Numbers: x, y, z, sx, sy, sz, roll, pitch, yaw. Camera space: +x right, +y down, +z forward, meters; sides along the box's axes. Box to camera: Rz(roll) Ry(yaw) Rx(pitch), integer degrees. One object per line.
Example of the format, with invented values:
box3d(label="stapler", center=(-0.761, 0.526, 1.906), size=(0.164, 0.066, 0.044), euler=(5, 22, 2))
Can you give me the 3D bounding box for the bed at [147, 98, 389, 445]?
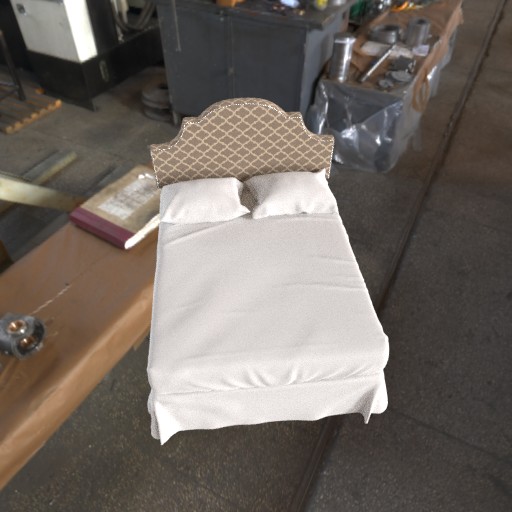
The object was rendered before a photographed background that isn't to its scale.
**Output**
box3d(label="bed", center=(0.000, 0.000, 3.416), size=(1.780, 1.633, 2.222), euler=(-4, 45, -4))
